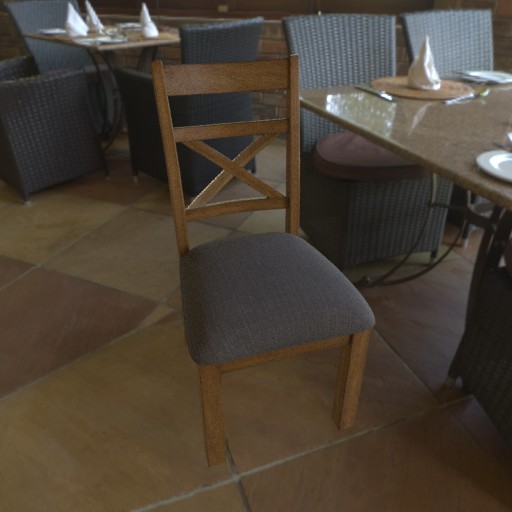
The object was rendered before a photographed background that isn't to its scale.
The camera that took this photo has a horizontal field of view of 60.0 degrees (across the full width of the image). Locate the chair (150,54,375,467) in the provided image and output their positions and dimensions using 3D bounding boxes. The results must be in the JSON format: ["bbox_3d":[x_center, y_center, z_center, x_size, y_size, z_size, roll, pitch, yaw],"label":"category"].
[{"bbox_3d":[0.000,0.000,1.231,0.470,0.949,0.581,-9,33,-15],"label":"chair"}]
